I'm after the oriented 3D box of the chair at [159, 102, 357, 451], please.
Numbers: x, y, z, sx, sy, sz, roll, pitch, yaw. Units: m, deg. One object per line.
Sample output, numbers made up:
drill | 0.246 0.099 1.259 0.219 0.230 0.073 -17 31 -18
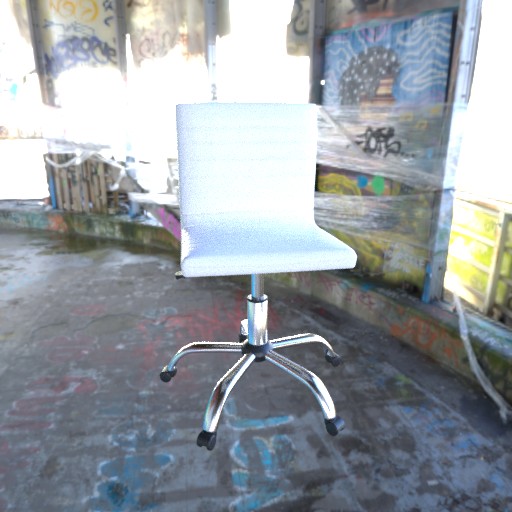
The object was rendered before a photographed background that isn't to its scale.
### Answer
chair | 0.000 0.000 1.178 0.556 0.780 0.530 -3 18 -9
